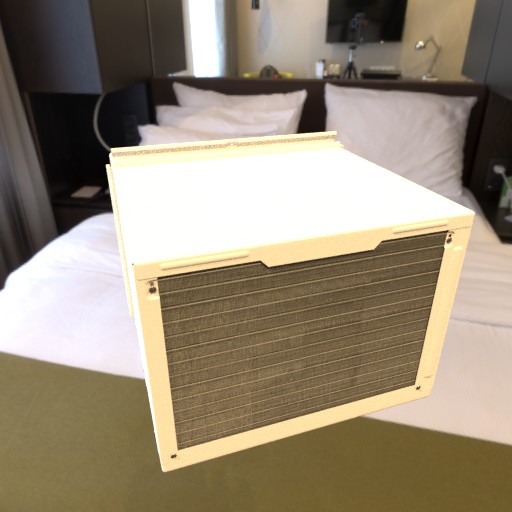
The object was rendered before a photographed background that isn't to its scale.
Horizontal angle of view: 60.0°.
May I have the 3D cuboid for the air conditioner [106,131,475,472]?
[{"bbox_3d":[0.000,0.000,0.870,0.503,0.388,0.546,-9,29,-17],"label":"air conditioner"}]
